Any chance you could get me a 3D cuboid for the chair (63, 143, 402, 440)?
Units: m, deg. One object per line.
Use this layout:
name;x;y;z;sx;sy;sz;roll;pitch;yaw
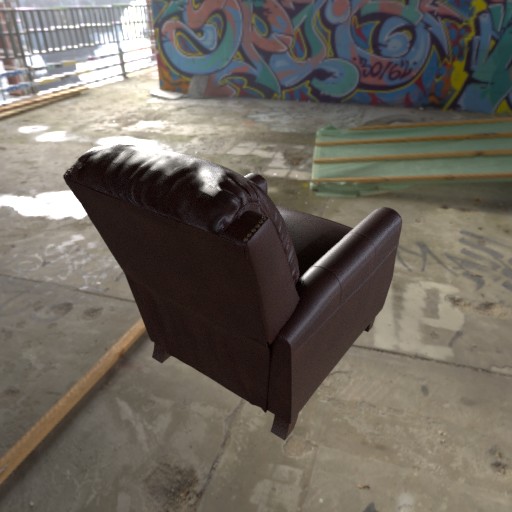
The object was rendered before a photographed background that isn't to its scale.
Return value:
chair;0.000;0.000;1.763;0.826;1.022;1.089;21;37;32
